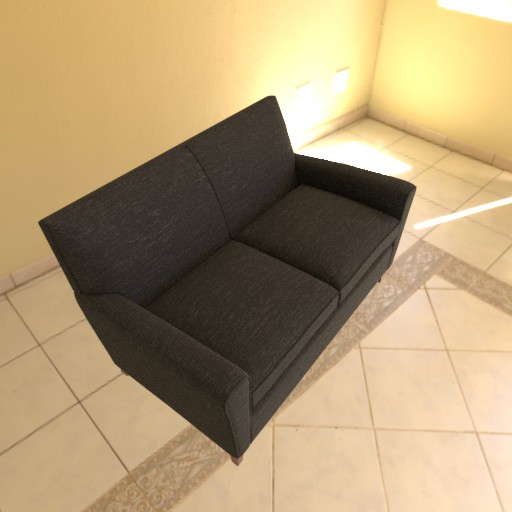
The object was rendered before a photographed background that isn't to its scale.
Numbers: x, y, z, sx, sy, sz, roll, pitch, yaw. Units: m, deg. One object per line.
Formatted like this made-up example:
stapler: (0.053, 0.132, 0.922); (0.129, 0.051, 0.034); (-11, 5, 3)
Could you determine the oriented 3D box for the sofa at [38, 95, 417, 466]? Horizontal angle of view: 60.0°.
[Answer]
sofa: (0.000, 0.000, 1.999); (0.875, 0.846, 1.420); (27, 49, 27)
